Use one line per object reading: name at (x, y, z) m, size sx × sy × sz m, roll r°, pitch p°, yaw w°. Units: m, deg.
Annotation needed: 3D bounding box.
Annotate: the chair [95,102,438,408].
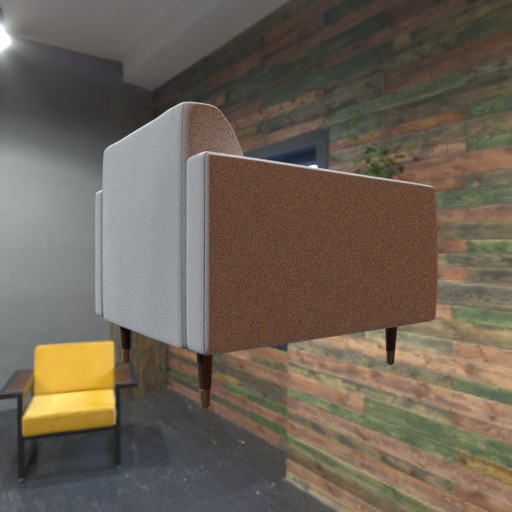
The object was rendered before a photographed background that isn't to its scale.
chair at (0.000, 0.000, 1.682) m, size 0.998 × 0.819 × 0.953 m, roll 0°, pitch 0°, yaw -36°
